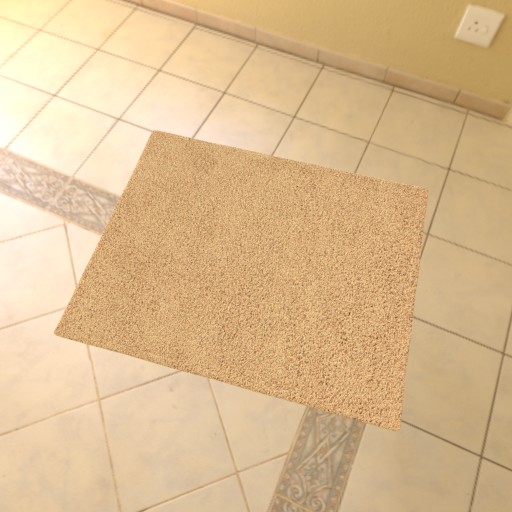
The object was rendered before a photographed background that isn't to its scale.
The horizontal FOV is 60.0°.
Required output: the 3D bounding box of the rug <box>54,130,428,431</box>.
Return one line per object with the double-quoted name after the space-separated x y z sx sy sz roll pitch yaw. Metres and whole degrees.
0.000 0.000 4.249 3.047 0.029 2.438 14 64 7 "rug"
